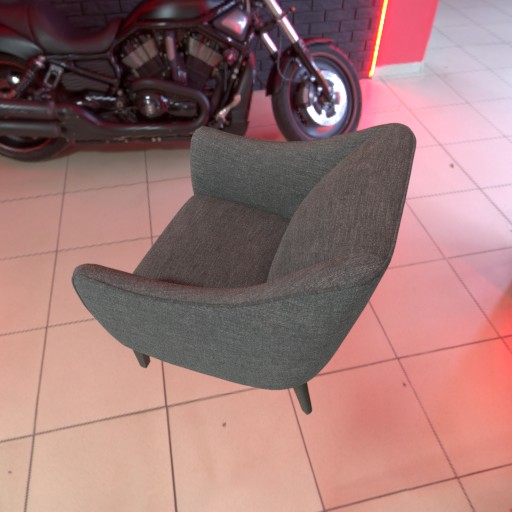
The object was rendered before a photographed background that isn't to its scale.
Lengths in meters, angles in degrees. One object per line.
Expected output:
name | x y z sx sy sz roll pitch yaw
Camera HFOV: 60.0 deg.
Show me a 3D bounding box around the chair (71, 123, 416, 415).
chair | 0.000 0.000 1.556 0.851 0.829 0.870 15 48 14
